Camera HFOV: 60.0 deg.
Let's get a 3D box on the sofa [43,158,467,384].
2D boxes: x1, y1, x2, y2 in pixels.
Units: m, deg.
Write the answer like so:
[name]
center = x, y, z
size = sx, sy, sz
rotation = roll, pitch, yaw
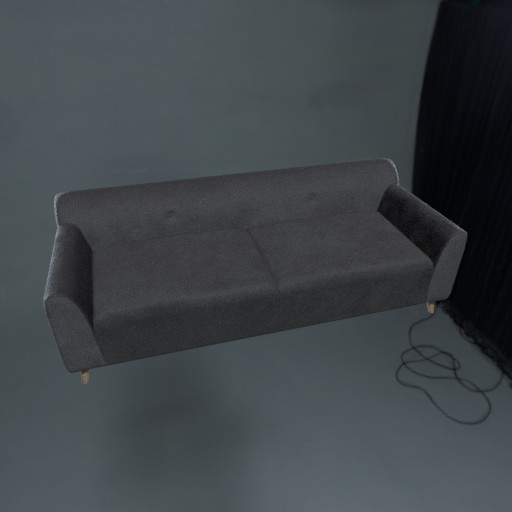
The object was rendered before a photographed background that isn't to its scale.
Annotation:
[sofa]
center = 0.000, 0.000, 2.650
size = 2.190, 0.740, 0.900
rotation = -9, 33, -14
